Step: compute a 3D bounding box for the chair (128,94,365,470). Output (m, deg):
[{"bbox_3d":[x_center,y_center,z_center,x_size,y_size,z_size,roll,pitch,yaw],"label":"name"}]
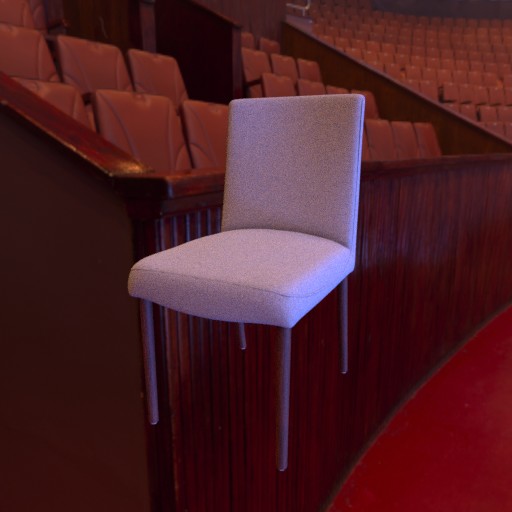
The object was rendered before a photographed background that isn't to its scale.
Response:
[{"bbox_3d":[0.000,0.000,1.201,0.456,0.859,0.570,7,16,26],"label":"chair"}]
